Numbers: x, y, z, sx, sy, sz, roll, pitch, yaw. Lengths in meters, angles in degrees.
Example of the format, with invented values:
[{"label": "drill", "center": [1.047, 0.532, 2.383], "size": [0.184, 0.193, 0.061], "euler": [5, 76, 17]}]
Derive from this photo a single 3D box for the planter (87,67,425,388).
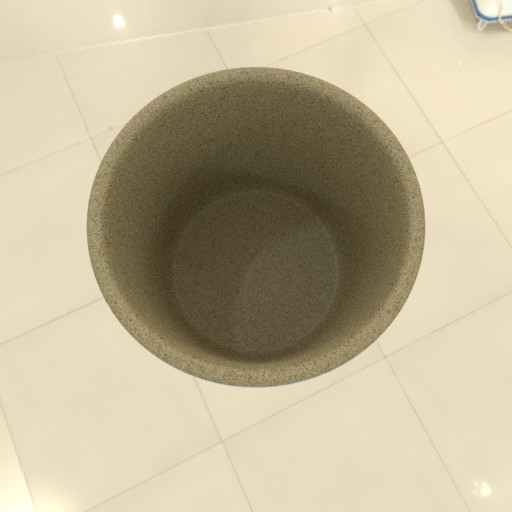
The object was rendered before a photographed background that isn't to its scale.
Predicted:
[{"label": "planter", "center": [0.000, 0.000, 0.410], "size": [0.227, 0.235, 0.227], "euler": [0, 75, 0]}]
